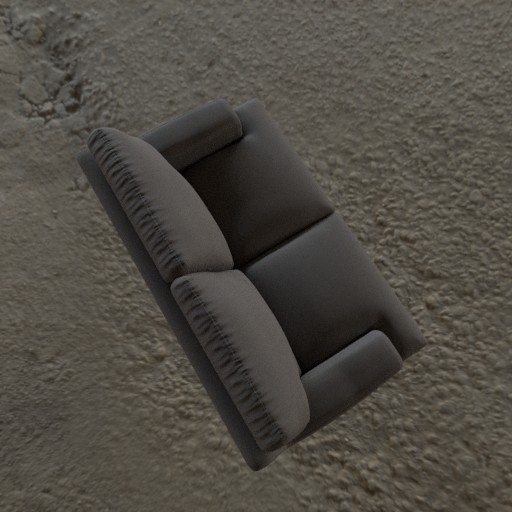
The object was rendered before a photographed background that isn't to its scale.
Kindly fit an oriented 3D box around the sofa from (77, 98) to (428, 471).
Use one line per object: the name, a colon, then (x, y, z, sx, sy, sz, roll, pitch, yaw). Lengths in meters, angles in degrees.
sofa: (0.000, 0.000, 2.495, 1.143, 0.940, 1.880, -31, 77, -8)
